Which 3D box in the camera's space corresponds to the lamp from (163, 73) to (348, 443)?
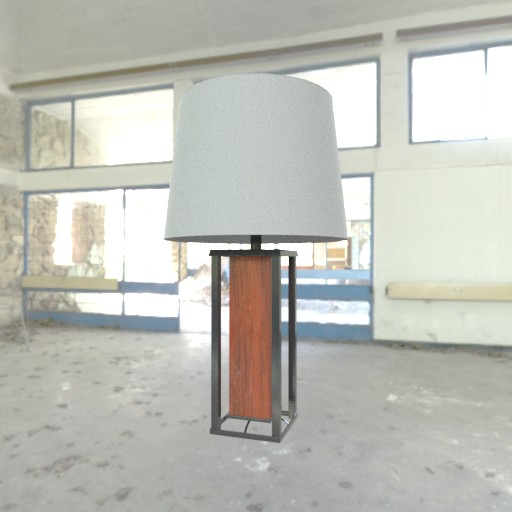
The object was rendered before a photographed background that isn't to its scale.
[{"bbox_3d":[0.000,0.000,0.779,0.320,0.591,0.320,0,-1,0],"label":"lamp"}]
